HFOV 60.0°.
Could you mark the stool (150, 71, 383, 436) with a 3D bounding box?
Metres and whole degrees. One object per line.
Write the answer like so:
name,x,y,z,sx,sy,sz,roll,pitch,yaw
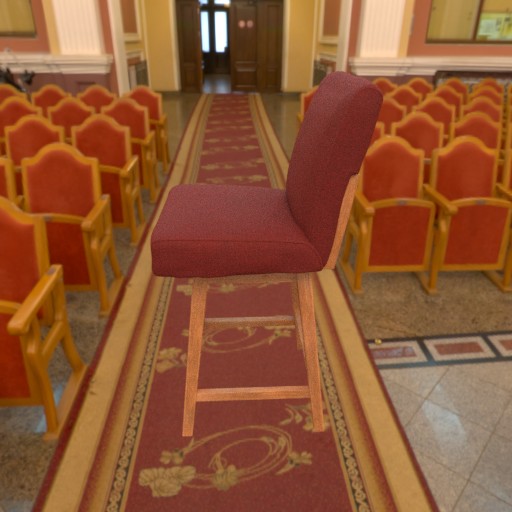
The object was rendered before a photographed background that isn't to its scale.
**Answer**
stool,0.000,0.000,1.369,0.562,1.038,0.468,-1,27,-2
